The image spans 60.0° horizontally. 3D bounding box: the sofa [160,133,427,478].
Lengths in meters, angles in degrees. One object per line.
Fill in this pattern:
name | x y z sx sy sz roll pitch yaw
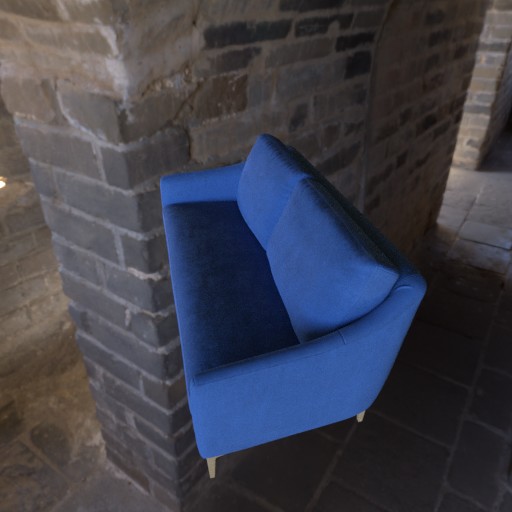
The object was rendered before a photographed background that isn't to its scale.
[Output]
sofa | 0.000 0.000 2.498 0.960 0.903 2.036 -7 32 -12
